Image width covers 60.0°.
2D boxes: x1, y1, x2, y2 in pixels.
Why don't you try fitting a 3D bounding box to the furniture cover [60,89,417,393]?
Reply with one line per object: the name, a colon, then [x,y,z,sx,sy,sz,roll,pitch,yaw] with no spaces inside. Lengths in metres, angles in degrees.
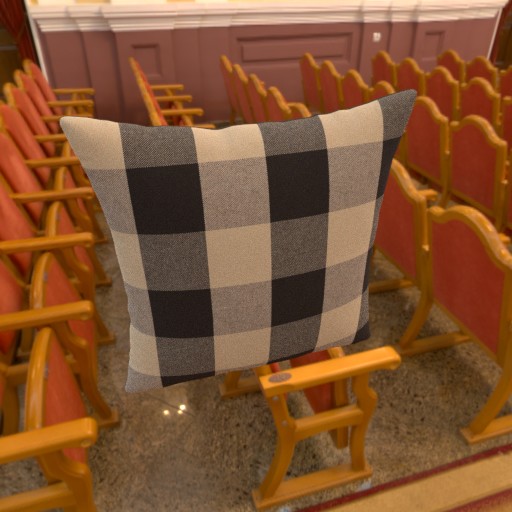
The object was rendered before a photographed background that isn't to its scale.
furniture cover: [0.000,0.000,0.750,0.511,0.509,0.161,-9,34,-14]
